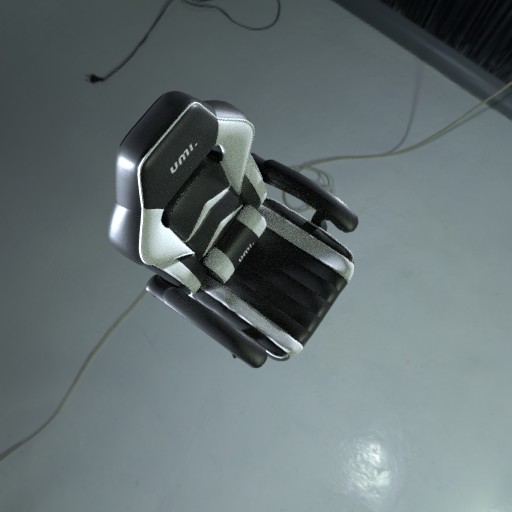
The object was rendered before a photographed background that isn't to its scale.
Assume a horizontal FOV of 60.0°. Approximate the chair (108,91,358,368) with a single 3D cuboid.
[{"bbox_3d":[0.000,0.000,1.594,0.700,1.200,0.676,34,78,8],"label":"chair"}]
